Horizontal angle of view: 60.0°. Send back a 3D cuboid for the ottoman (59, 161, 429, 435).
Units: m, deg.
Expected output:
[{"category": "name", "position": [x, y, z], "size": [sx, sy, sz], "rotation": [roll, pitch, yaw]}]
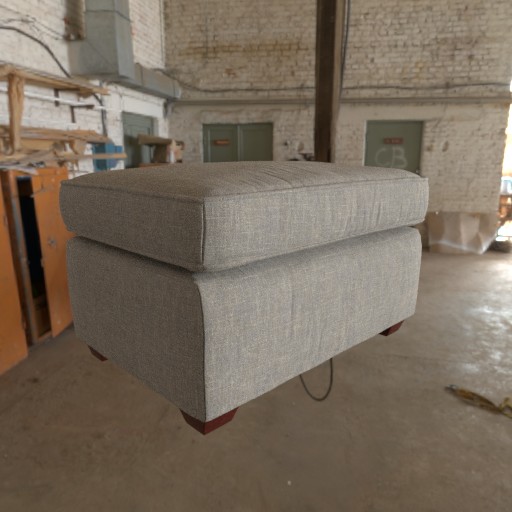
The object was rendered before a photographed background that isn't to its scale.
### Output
[{"category": "ottoman", "position": [0.000, 0.000, 1.098], "size": [0.762, 0.457, 0.559], "rotation": [-12, 18, -43]}]
